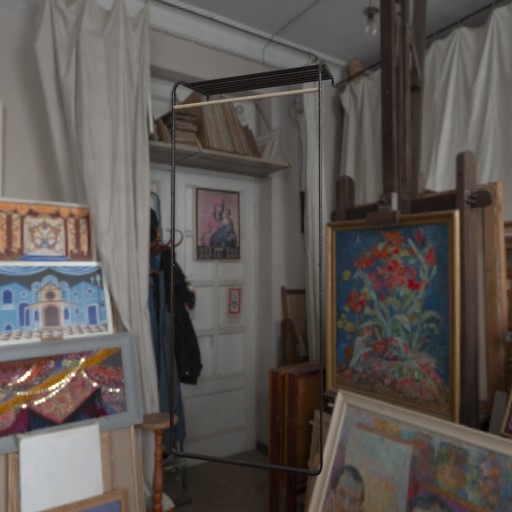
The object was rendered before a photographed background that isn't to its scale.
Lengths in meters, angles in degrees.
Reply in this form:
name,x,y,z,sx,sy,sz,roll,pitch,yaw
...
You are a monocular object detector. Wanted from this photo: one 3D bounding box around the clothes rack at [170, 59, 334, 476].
name,x,y,z,sx,sy,sz,roll,pitch,yaw
clothes rack,0.000,0.000,1.839,0.609,1.574,0.349,-1,-2,18
